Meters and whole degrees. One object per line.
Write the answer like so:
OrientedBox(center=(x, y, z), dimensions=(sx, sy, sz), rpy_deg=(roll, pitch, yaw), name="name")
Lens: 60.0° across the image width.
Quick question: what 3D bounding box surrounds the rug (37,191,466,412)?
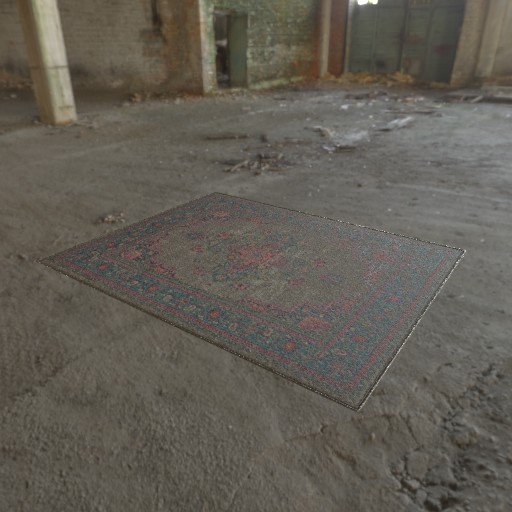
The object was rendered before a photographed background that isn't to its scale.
OrientedBox(center=(0.000, 0.000, 4.018), dimensions=(3.057, 0.013, 2.434), rpy_deg=(17, 31, 31), name="rug")
